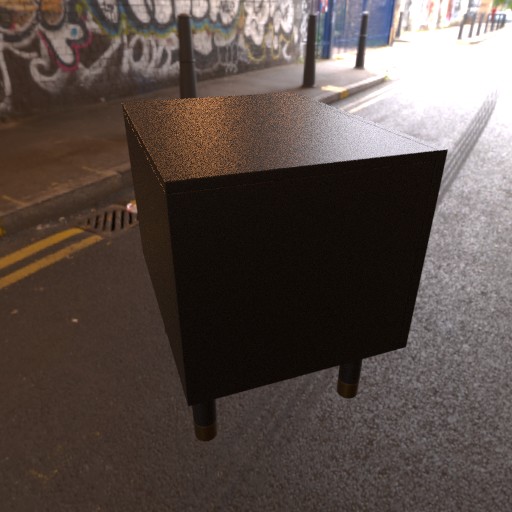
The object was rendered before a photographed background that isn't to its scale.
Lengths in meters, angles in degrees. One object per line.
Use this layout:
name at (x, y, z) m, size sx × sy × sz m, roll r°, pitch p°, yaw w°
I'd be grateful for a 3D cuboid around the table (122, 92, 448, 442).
table at (0.000, 0.000, 0.979) m, size 0.441 × 0.584 × 0.564 m, roll -10°, pitch 31°, yaw -17°
